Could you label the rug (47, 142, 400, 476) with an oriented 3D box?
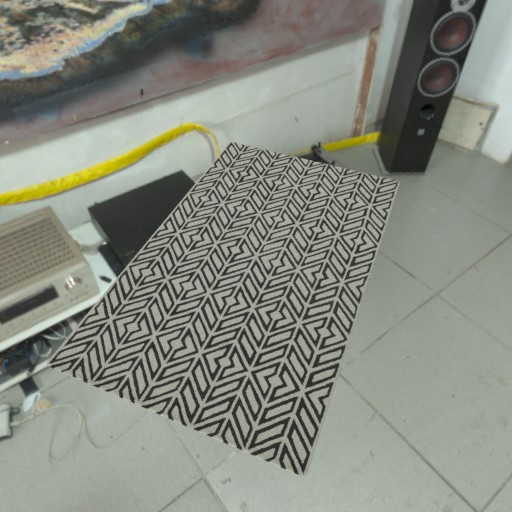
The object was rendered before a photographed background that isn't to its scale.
[{"bbox_3d":[0.000,0.000,3.034,1.523,0.008,2.438,17,49,15],"label":"rug"}]
